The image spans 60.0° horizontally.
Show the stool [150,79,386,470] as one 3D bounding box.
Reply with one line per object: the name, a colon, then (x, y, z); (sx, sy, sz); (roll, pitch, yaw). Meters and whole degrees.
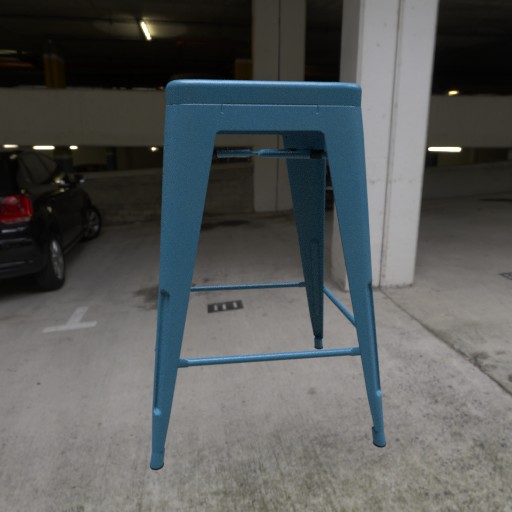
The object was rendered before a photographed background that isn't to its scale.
stool: (0.000, 0.000, 0.871); (0.410, 0.608, 0.410); (-2, 14, -8)
